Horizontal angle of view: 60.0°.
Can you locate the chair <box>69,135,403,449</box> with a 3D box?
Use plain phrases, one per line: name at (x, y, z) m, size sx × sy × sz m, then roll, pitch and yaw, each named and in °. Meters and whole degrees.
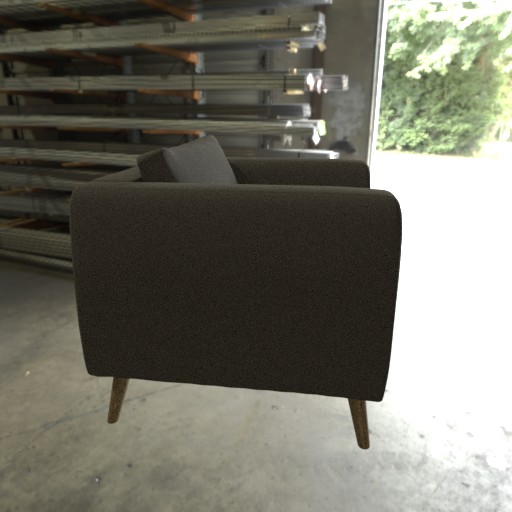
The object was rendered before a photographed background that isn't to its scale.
chair at (0.000, 0.000, 1.684) m, size 0.930 × 0.860 × 1.000 m, roll 3°, pitch 18°, yaw 8°
